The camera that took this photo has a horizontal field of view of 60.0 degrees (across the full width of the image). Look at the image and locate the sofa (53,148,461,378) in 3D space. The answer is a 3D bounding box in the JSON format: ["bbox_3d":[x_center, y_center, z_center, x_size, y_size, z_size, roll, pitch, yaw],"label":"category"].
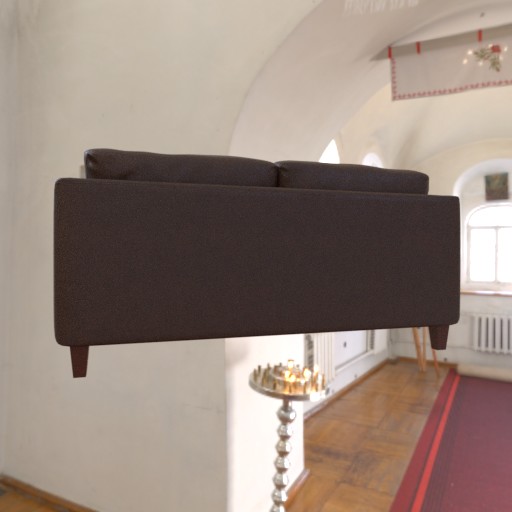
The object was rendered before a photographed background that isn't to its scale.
[{"bbox_3d":[0.000,0.000,2.368,1.883,0.933,0.951,0,0,-17],"label":"sofa"}]
